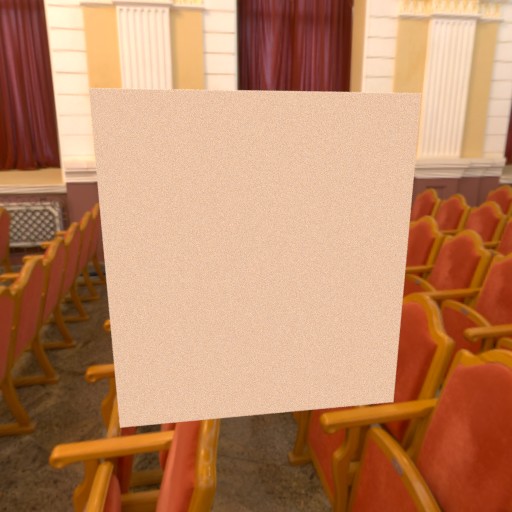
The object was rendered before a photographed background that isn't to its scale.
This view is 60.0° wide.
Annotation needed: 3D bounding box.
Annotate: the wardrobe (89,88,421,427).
[{"bbox_3d":[0.000,0.000,2.959,1.830,2.020,0.600,-2,15,-8],"label":"wardrobe"}]
